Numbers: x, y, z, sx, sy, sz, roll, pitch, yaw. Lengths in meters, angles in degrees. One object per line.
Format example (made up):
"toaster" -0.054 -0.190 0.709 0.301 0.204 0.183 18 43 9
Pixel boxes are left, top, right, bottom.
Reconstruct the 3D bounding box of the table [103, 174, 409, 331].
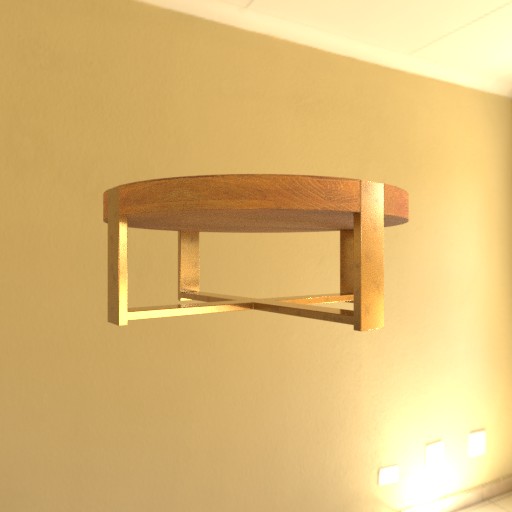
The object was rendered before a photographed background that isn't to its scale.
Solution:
"table" 0.000 0.000 1.693 1.100 0.420 1.100 0 0 0
